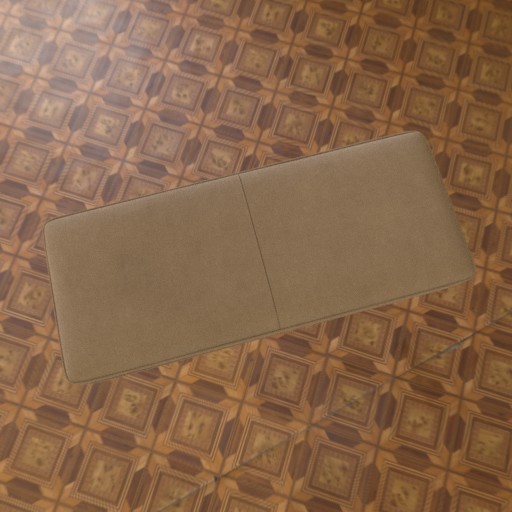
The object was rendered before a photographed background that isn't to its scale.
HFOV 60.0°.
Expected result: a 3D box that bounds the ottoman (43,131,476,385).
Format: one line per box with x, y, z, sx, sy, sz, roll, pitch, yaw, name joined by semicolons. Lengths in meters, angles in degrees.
0.000;0.000;2.005;1.726;0.460;0.735;-14;77;-3;ottoman
